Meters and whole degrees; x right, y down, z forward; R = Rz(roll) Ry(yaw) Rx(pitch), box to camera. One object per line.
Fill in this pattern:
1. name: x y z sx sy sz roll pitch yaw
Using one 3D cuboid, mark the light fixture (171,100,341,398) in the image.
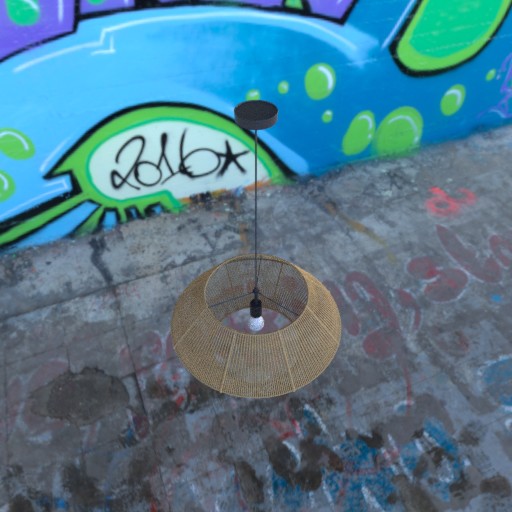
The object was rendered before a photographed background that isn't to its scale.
1. light fixture: 0.000 0.000 1.434 0.643 1.009 0.643 0 46 0
